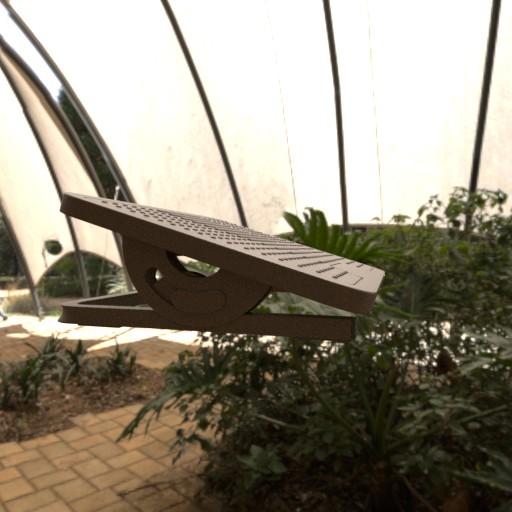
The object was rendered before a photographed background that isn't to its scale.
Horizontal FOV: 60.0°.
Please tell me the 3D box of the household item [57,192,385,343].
[{"bbox_3d":[0.000,0.000,0.548,0.301,0.126,0.390,0,1,17],"label":"household item"}]
